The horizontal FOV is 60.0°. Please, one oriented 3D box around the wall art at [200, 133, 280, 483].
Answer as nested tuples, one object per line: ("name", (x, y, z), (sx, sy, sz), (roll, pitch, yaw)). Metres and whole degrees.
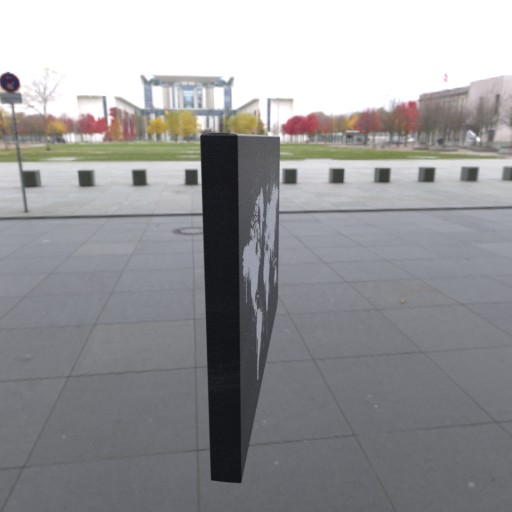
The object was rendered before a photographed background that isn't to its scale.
("wall art", (0.000, 0.000, 0.776), (0.038, 0.409, 0.610), (2, 15, 7))
